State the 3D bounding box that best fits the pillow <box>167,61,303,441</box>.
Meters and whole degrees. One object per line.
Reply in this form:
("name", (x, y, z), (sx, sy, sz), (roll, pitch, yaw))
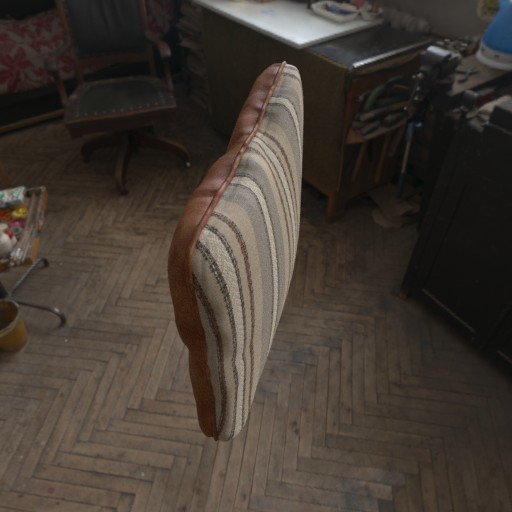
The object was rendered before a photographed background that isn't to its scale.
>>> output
("pillow", (0.000, 0.000, 0.759), (0.130, 0.490, 0.489), (11, 47, 10))
